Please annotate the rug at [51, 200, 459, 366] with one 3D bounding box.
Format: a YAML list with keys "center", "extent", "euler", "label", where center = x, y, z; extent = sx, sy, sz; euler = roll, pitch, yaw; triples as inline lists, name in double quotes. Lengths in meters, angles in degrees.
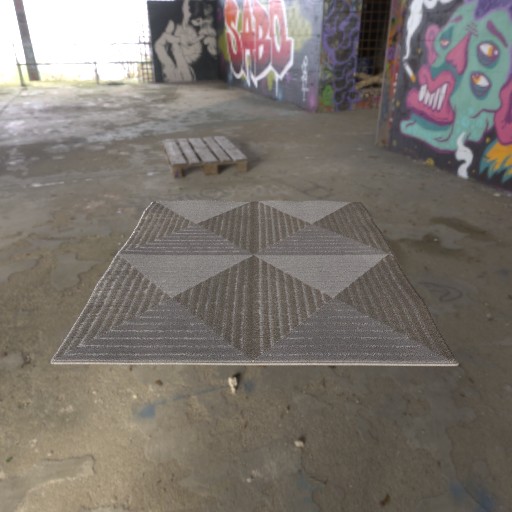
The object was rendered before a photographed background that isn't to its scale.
- center: [0.000, 0.000, 0.871]
  extent: [0.551, 0.008, 0.642]
  euler: [0, 27, 0]
  label: "rug"
